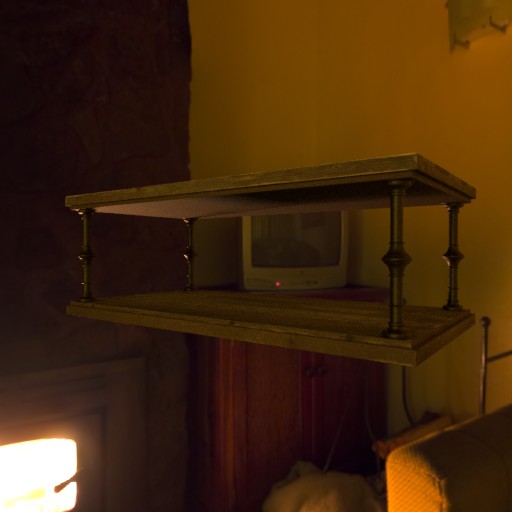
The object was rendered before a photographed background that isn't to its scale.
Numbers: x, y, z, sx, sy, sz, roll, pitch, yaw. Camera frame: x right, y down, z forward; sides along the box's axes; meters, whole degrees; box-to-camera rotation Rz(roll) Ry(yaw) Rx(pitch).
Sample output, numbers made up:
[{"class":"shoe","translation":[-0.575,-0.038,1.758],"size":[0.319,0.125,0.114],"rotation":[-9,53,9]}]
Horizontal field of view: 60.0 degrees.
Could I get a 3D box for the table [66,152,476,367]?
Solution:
[{"class":"table","translation":[0.000,0.000,1.311],"size":[1.088,0.373,0.554],"rotation":[1,1,36]}]
